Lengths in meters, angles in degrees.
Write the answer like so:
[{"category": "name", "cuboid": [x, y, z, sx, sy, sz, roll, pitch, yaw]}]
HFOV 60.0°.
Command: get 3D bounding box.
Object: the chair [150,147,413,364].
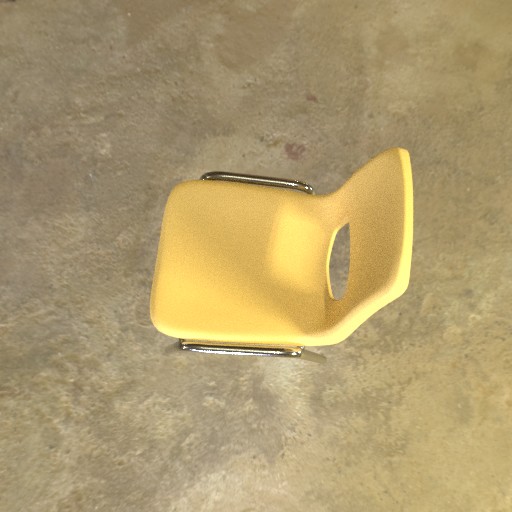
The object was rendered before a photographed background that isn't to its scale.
[{"category": "chair", "cuboid": [0.000, 0.000, 0.798, 0.385, 0.536, 0.354, 5, 74, 1]}]
